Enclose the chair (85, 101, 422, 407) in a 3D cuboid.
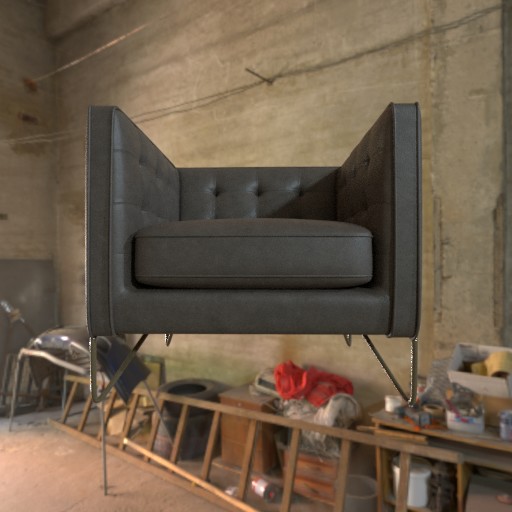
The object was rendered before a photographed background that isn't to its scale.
[{"bbox_3d":[0.000,0.000,1.546,0.880,0.790,0.894,0,-1,1],"label":"chair"}]
